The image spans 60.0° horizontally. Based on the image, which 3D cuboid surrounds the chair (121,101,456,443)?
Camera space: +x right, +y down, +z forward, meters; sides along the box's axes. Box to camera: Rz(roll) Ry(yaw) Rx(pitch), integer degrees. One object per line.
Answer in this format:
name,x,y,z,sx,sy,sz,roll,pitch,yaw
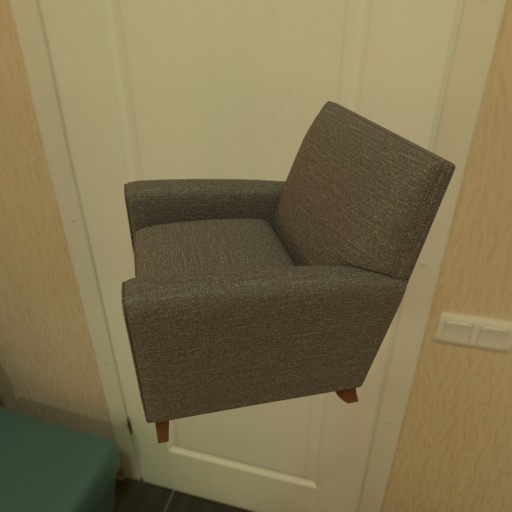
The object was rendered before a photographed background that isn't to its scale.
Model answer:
chair,0.000,0.000,1.580,0.875,0.885,0.838,-7,31,-12
